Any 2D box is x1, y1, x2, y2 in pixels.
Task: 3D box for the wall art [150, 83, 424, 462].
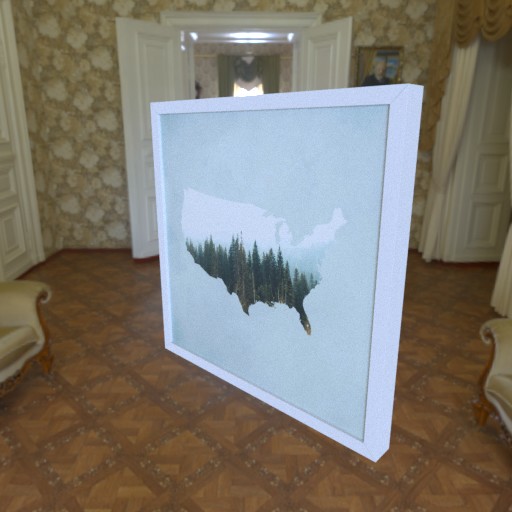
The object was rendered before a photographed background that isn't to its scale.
[{"bbox_3d":[0.000,0.000,0.448,0.304,0.304,0.024,14,21,41],"label":"wall art"}]
